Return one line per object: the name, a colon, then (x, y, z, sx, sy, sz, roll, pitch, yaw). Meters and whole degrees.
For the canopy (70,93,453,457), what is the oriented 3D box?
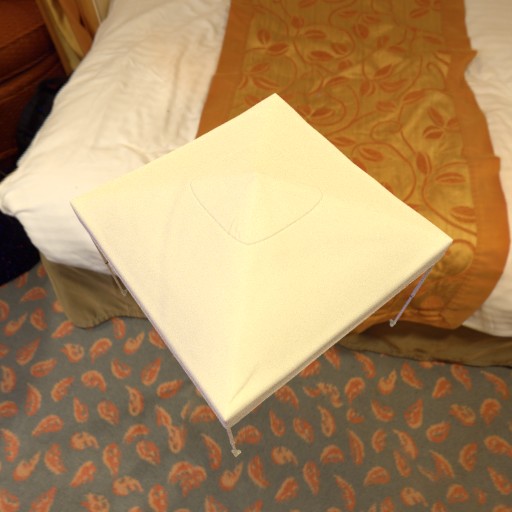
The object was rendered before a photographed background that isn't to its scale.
canopy: (0.000, 0.000, 5.439, 2.998, 2.997, 2.996, -34, 64, -19)
